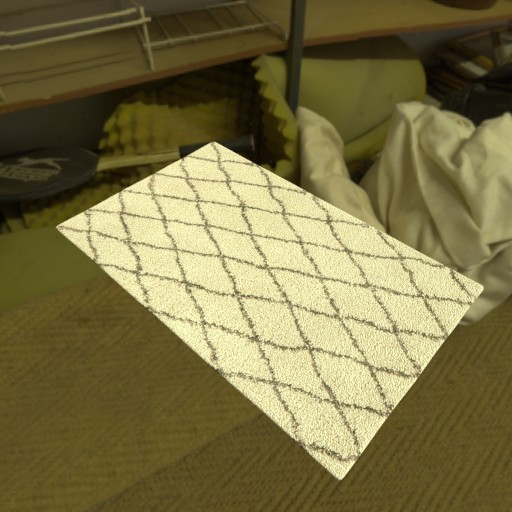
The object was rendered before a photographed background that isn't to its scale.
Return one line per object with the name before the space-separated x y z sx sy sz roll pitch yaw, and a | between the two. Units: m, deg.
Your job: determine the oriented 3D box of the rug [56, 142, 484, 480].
rug | 0.000 0.000 2.924 2.438 0.030 1.524 34 55 28
